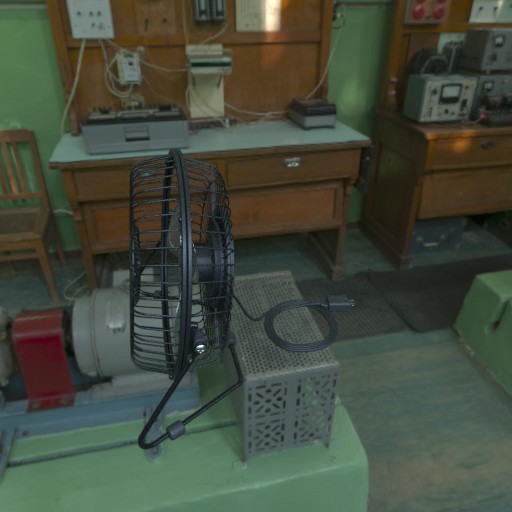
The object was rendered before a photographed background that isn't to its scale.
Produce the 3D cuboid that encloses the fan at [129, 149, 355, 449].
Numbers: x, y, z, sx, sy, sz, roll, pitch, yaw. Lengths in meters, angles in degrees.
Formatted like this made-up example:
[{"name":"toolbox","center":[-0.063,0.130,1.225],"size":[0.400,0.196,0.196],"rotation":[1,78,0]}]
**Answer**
[{"name":"fan","center":[0.000,0.000,0.379],"size":[0.227,0.188,0.209],"rotation":[-7,31,-12]}]
